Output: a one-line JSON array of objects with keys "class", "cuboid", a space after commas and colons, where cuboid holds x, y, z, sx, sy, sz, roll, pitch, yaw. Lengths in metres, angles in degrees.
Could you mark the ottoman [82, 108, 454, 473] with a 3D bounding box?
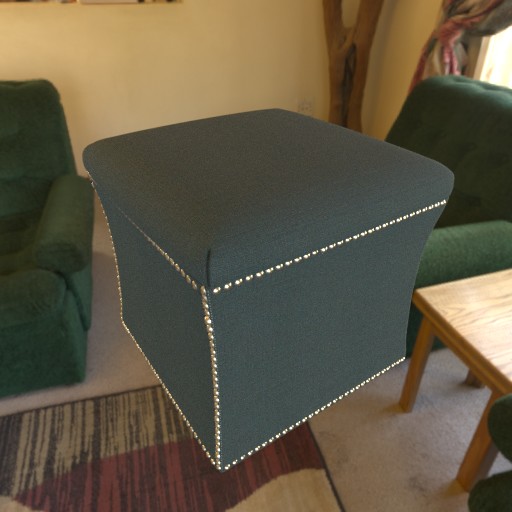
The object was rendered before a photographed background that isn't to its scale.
[{"class": "ottoman", "cuboid": [0.000, 0.000, 0.891, 0.497, 0.475, 0.507, -20, 37, -28]}]
